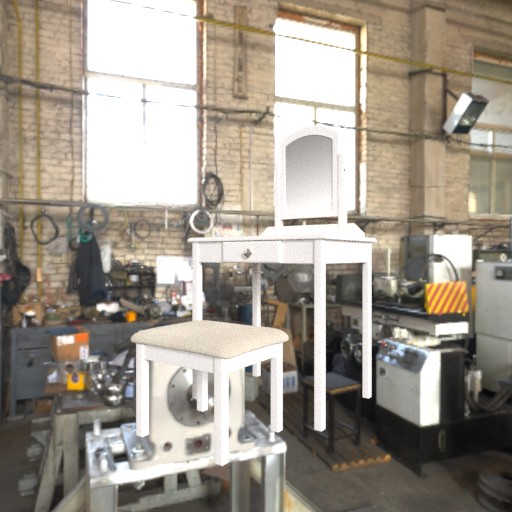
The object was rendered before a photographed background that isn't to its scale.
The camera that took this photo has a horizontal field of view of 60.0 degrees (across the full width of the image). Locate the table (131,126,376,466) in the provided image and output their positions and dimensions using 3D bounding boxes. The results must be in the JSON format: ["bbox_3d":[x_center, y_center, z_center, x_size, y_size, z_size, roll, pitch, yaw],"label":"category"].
[{"bbox_3d":[0.000,0.000,2.337,0.876,1.631,1.211,0,0,36],"label":"table"}]
